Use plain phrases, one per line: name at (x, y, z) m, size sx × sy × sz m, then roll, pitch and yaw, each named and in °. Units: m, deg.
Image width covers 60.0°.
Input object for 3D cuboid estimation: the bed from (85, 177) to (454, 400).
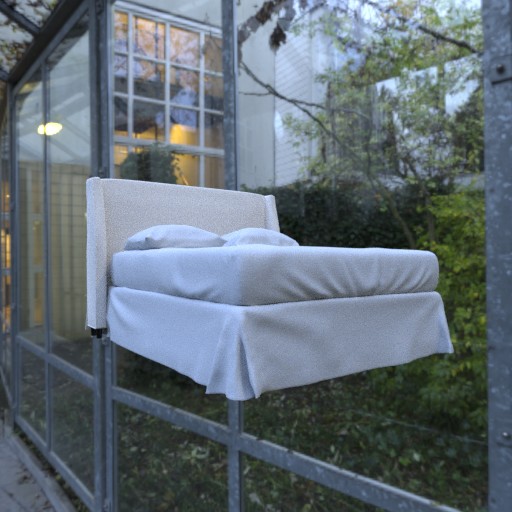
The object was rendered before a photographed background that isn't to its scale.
bed at (0.000, 0.000, 3.354) m, size 1.925 × 1.332 × 2.276 m, roll 0°, pitch 0°, yaw -35°
